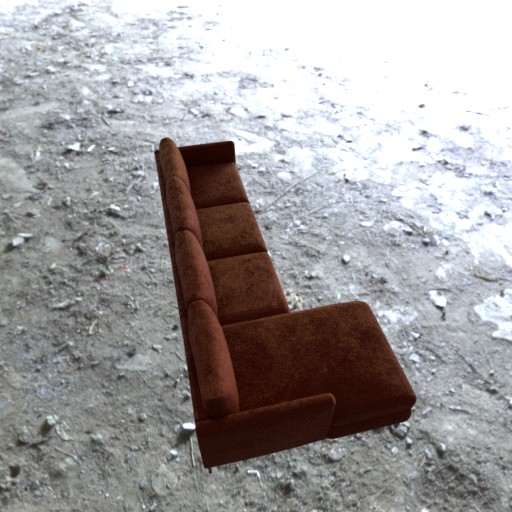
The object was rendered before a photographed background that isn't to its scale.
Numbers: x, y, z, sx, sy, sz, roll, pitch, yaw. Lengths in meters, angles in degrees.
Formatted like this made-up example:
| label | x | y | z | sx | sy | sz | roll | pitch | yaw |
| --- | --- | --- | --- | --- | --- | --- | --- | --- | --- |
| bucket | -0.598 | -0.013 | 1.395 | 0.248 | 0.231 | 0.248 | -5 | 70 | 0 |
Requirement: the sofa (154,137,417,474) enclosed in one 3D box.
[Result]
| label | x | y | z | sx | sy | sz | roll | pitch | yaw |
| --- | --- | --- | --- | --- | --- | --- | --- | --- | --- |
| sofa | 0.000 | 0.000 | 3.009 | 1.136 | 0.663 | 2.467 | -10 | 46 | -10 |
